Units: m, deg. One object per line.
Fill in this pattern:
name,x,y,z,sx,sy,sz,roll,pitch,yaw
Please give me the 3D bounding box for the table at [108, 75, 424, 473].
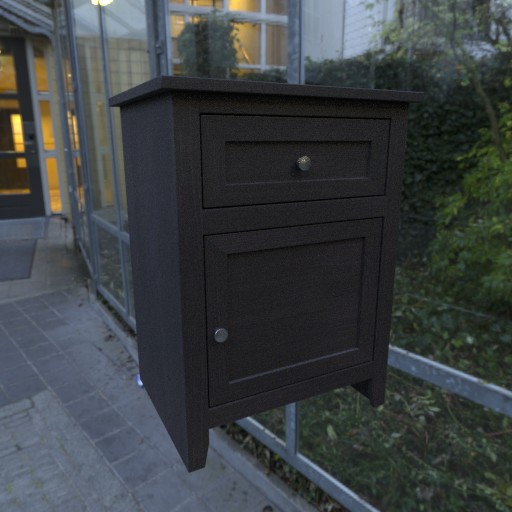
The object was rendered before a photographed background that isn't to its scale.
table,0.000,0.000,0.929,0.480,0.635,0.381,-8,17,-27
